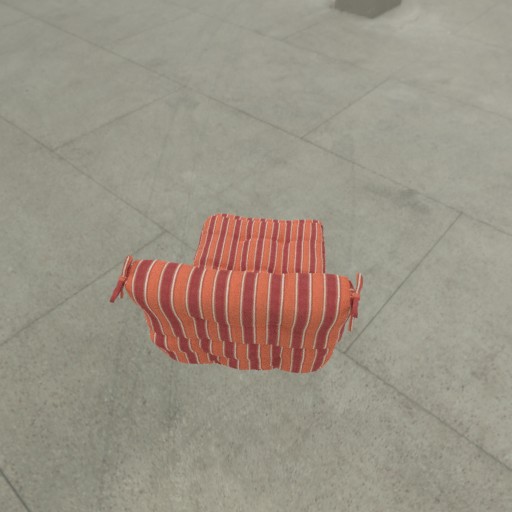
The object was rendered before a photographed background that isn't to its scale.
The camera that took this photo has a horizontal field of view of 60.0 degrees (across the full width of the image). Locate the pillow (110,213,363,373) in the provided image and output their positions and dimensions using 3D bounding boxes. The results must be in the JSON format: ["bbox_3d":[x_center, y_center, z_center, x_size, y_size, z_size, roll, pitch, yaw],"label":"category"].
[{"bbox_3d":[0.000,0.000,1.496,0.526,0.863,1.016,4,47,4],"label":"pillow"}]
